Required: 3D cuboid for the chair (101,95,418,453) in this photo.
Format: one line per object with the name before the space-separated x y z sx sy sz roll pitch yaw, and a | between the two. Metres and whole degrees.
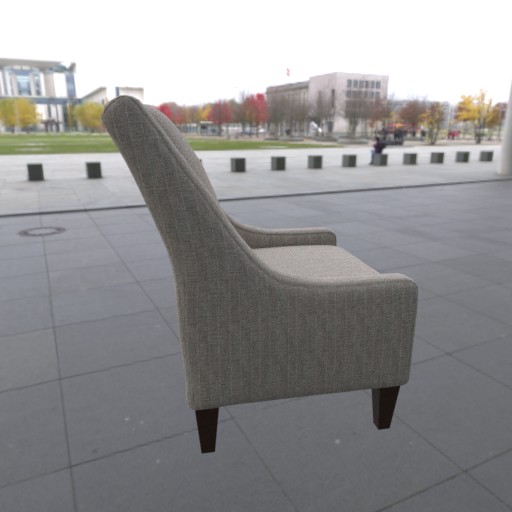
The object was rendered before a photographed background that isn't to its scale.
chair | 0.000 0.000 1.565 0.870 1.014 0.774 -3 16 -11
